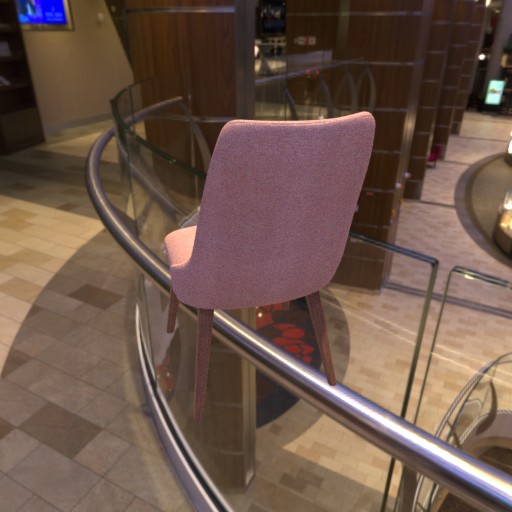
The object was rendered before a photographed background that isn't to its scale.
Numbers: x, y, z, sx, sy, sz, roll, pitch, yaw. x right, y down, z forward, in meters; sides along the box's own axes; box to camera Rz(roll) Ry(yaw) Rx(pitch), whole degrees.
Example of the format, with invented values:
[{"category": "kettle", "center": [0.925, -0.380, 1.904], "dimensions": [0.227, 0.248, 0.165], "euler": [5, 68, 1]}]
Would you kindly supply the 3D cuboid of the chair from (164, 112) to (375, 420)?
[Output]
[{"category": "chair", "center": [0.000, 0.000, 1.340], "dimensions": [0.535, 0.918, 0.707], "euler": [-8, 28, -16]}]
